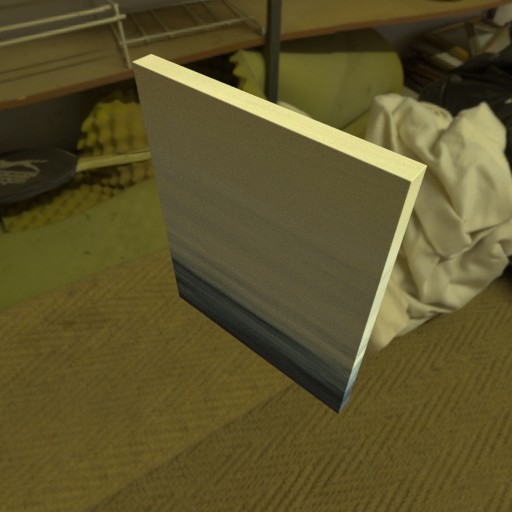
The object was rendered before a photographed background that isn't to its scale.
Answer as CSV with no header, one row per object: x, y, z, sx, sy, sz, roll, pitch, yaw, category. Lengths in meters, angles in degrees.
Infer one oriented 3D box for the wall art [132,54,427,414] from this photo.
0.000,0.000,0.836,0.489,0.608,0.040,32,54,26,wall art
